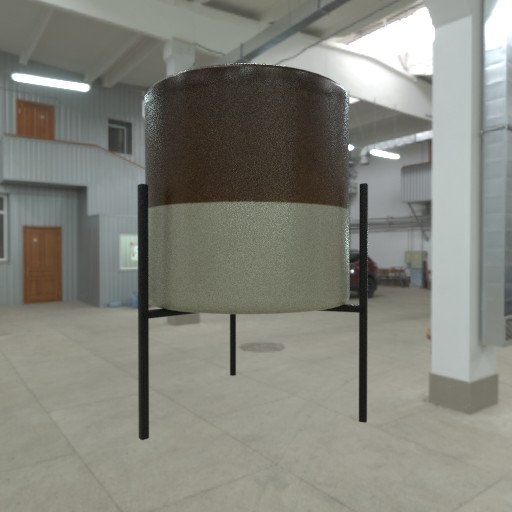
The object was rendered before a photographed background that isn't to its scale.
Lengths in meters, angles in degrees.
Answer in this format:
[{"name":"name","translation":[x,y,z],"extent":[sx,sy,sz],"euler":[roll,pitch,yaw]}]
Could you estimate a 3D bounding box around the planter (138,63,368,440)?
[{"name":"planter","translation":[0.000,0.000,0.547],"extent":[0.269,0.375,0.255],"euler":[0,1,18]}]
